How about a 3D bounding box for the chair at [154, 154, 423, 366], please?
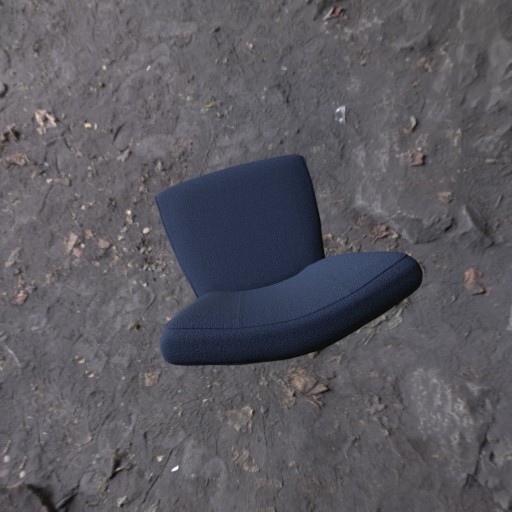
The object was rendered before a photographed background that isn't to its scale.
[{"bbox_3d":[0.000,0.000,1.351,0.520,0.991,0.660,-16,75,-4],"label":"chair"}]
